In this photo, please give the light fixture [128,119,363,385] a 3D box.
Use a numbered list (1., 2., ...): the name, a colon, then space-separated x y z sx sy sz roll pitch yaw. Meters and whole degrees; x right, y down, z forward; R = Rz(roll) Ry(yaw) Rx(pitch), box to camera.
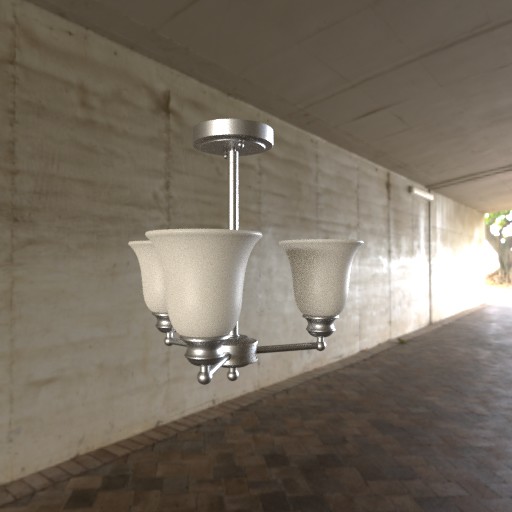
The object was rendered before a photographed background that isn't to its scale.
1. light fixture: 0.000 0.000 0.671 0.354 0.370 0.388 0 -1 -20
